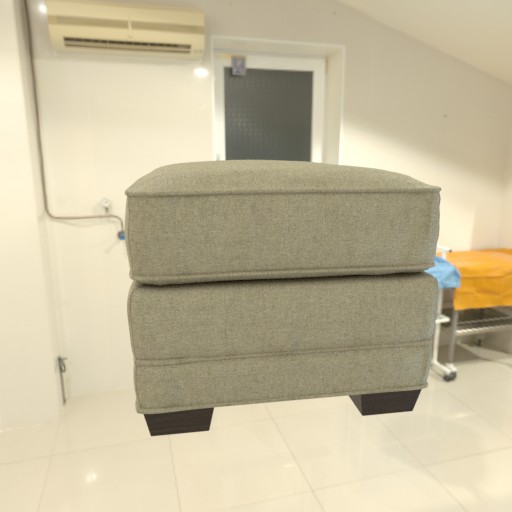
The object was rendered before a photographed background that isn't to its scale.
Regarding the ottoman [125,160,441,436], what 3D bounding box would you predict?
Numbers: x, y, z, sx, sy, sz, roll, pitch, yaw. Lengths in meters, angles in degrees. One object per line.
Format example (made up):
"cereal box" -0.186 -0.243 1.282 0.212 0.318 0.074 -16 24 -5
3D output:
"ottoman" 0.000 0.000 1.205 0.611 0.508 0.848 -2 13 -9
